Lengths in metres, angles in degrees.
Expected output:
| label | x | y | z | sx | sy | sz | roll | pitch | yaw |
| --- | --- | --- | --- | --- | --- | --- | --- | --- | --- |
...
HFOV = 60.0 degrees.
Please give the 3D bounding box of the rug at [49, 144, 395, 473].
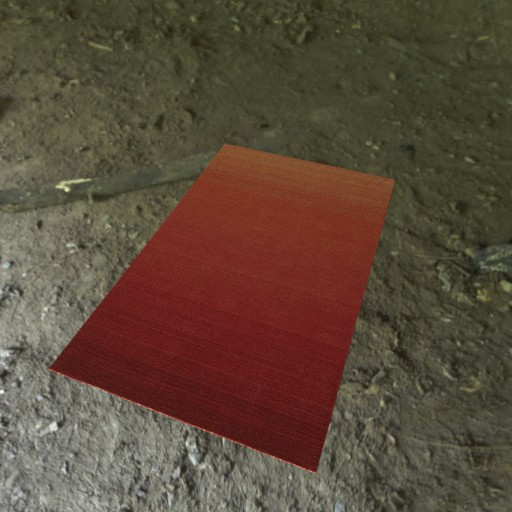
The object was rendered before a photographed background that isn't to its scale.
| label | x | y | z | sx | sy | sz | roll | pitch | yaw |
| --- | --- | --- | --- | --- | --- | --- | --- | --- | --- |
| rug | 0.000 | 0.000 | 3.052 | 1.531 | 0.010 | 2.442 | 15 | 48 | 14 |
